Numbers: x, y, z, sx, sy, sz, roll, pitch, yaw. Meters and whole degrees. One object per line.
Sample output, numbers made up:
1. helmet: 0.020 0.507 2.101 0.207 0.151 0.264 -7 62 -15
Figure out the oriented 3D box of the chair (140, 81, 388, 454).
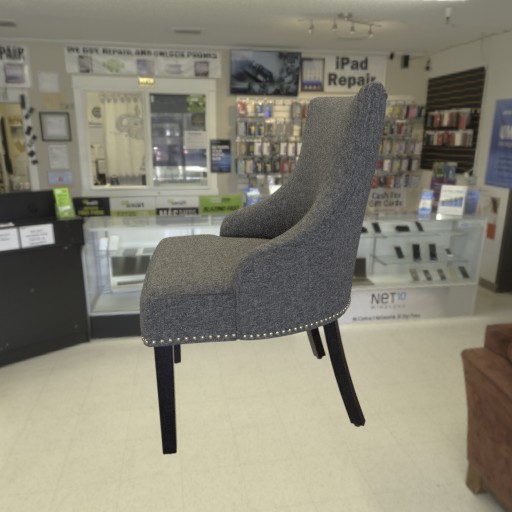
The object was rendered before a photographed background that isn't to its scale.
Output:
1. chair: 0.000 0.000 1.287 0.629 0.909 0.566 -2 16 -8
